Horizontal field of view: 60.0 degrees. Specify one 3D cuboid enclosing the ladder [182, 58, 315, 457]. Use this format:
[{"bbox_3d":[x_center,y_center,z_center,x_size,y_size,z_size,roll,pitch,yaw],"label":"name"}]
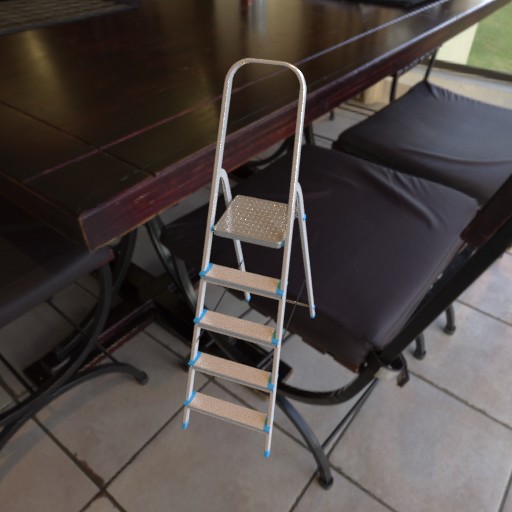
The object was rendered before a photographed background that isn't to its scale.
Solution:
[{"bbox_3d":[0.000,0.000,2.029,0.468,1.648,0.990,13,42,14],"label":"ladder"}]
